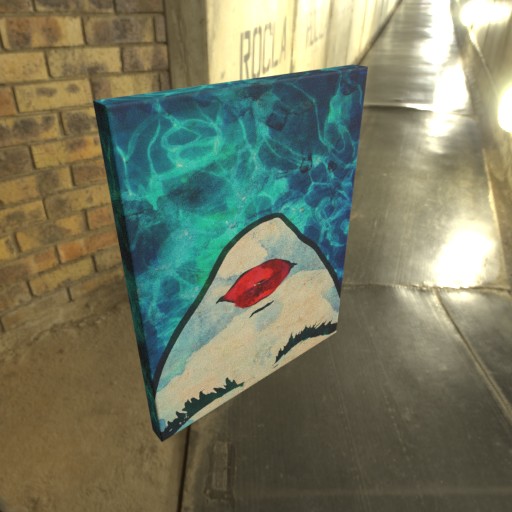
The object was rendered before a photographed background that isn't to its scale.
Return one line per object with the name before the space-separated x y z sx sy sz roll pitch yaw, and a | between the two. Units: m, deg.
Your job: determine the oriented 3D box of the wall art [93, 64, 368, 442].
wall art | 0.000 0.000 0.852 0.508 0.635 0.038 -23 38 -33
